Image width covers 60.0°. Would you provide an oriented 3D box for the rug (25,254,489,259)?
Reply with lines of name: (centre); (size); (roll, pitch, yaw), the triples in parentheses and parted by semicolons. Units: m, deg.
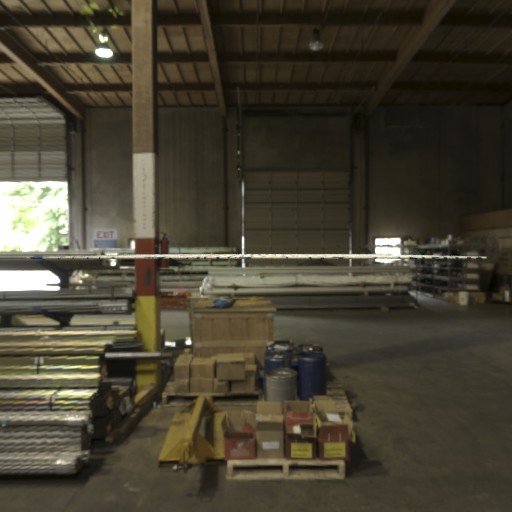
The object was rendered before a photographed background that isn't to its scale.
rug: (0.000, 0.000, 4.086); (3.017, 0.014, 2.416); (0, 1, -1)
